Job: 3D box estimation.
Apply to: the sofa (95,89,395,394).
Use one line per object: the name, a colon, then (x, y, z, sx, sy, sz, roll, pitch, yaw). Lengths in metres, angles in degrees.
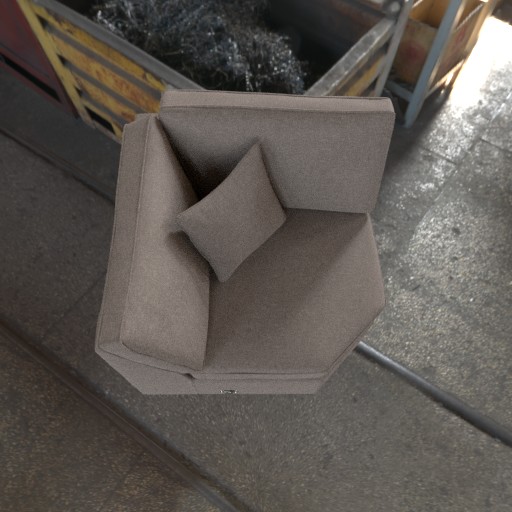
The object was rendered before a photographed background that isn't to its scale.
sofa: (0.000, 0.000, 1.872, 1.042, 0.951, 1.050, 1, 62, 0)
